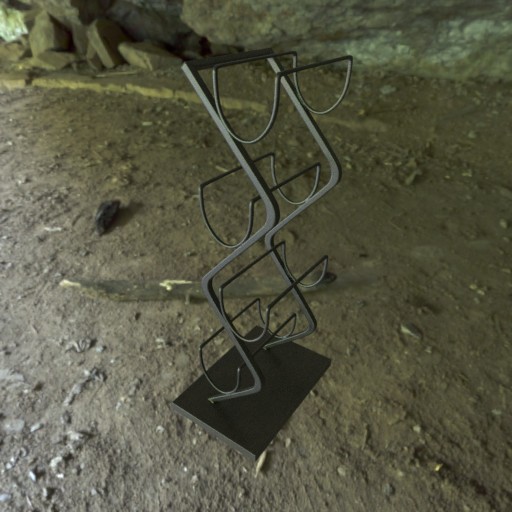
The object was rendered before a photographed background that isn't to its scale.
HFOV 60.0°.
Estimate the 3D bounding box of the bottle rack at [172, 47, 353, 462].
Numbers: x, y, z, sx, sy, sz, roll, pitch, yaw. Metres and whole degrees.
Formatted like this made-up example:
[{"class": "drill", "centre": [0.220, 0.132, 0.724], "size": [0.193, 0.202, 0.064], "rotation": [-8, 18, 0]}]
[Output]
[{"class": "bottle rack", "centre": [0.000, 0.000, 0.674], "size": [0.178, 0.559, 0.254], "rotation": [20, 36, 30]}]
